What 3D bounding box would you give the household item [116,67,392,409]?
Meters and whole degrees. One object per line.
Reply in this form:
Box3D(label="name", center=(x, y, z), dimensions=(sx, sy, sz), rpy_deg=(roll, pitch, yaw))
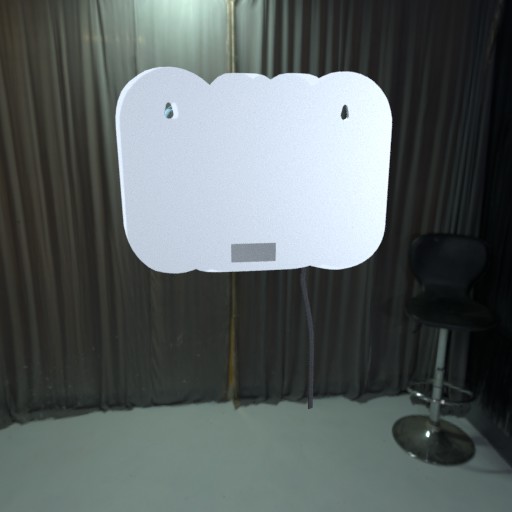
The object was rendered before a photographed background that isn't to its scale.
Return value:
Box3D(label="household item", center=(0.000, 0.000, 0.382), dimensions=(0.211, 0.294, 0.042), rpy_deg=(-2, 14, -8))
